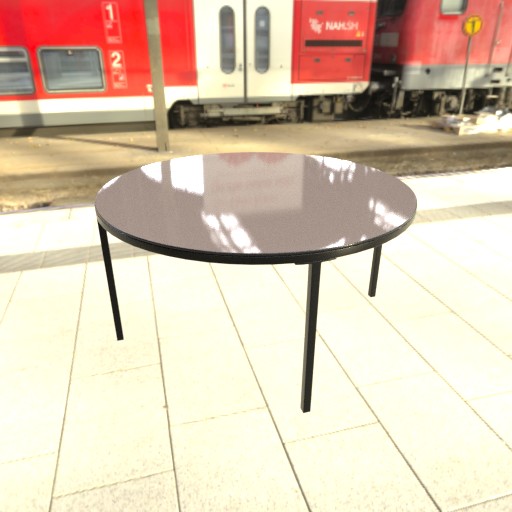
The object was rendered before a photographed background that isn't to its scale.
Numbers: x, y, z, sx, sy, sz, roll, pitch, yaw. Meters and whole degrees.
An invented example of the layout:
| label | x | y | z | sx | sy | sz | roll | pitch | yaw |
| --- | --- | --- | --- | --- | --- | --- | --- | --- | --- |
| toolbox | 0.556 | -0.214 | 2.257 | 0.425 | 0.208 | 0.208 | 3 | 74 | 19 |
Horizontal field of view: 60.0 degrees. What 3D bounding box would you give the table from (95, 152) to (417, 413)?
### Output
| label | x | y | z | sx | sy | sz | roll | pitch | yaw |
| --- | --- | --- | --- | --- | --- | --- | --- | --- | --- |
| table | 0.000 | 0.000 | 1.239 | 0.800 | 0.400 | 0.800 | 0 | 26 | 0 |
